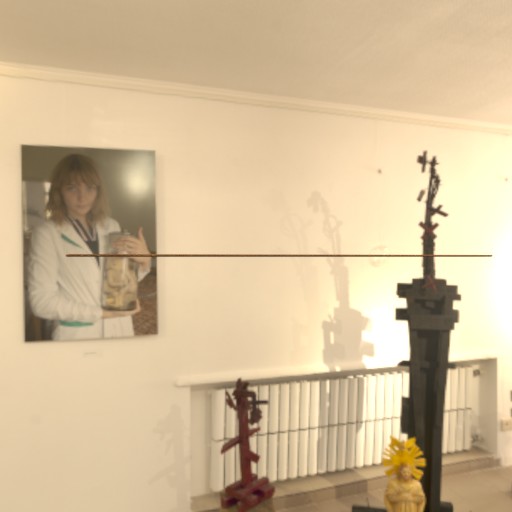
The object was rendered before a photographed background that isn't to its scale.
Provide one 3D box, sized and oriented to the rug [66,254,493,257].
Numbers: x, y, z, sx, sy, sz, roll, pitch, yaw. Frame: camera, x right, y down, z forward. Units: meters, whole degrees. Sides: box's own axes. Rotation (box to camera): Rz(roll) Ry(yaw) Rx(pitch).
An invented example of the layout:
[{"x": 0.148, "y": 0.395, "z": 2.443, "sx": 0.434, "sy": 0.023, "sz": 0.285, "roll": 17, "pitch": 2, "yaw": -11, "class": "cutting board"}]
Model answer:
[{"x": 0.000, "y": 0.000, "z": 4.092, "sx": 3.050, "sy": 0.015, "sz": 2.441, "roll": 0, "pitch": 0, "yaw": -19, "class": "rug"}]
